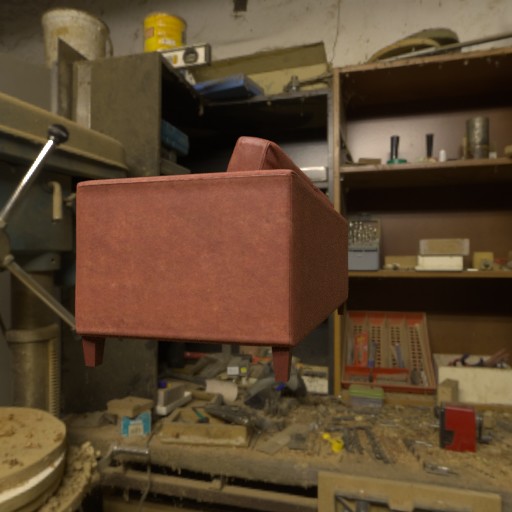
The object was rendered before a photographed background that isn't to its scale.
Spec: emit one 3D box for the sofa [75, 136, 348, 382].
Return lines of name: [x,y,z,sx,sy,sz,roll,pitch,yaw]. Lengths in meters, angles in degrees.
sofa: [0.000,0.000,2.734,0.950,0.932,2.204,0,-1,17]
